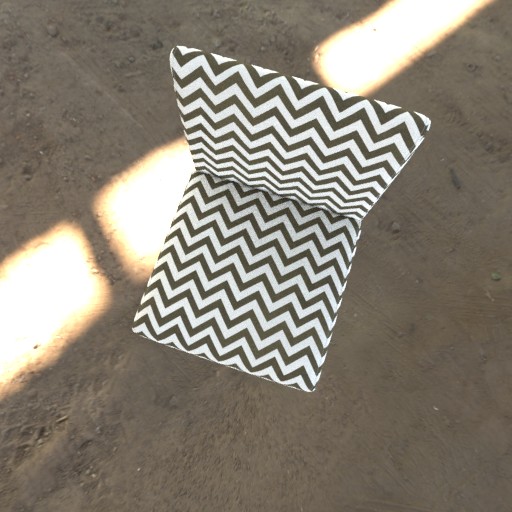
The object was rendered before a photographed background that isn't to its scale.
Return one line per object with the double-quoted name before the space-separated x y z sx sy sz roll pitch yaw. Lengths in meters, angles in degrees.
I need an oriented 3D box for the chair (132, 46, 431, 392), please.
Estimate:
"chair" 0.000 0.000 1.297 0.589 0.838 0.648 18 77 4
